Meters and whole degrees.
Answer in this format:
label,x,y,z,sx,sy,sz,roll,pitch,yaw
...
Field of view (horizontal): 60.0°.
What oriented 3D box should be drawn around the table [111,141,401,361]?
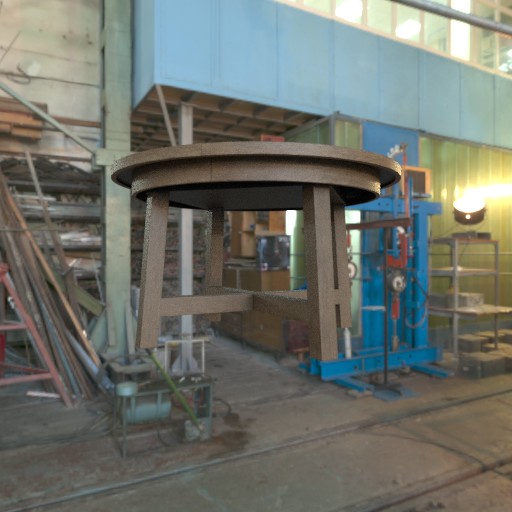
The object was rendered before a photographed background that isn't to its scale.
label,x,y,z,sx,sy,sz,roll,pitch,yaw
table,0.000,0.000,2.120,1.319,0.762,1.319,0,0,0
